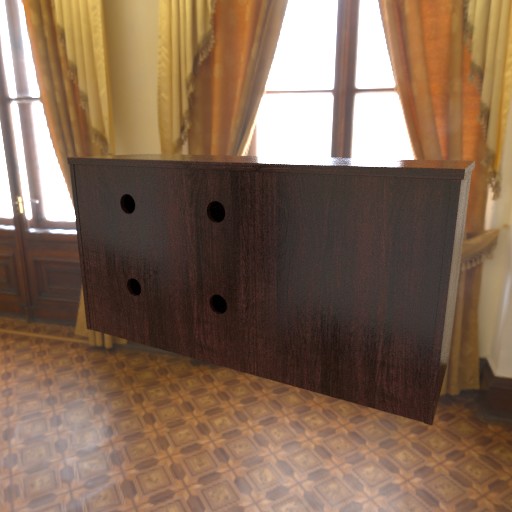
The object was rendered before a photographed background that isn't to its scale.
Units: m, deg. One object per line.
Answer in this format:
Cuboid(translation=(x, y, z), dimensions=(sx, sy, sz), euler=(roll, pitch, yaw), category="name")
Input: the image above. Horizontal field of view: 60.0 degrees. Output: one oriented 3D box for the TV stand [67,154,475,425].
Cuboid(translation=(0.000, 0.000, 1.433), dimensions=(1.192, 0.614, 0.404), euler=(8, 17, 27), category="TV stand")
